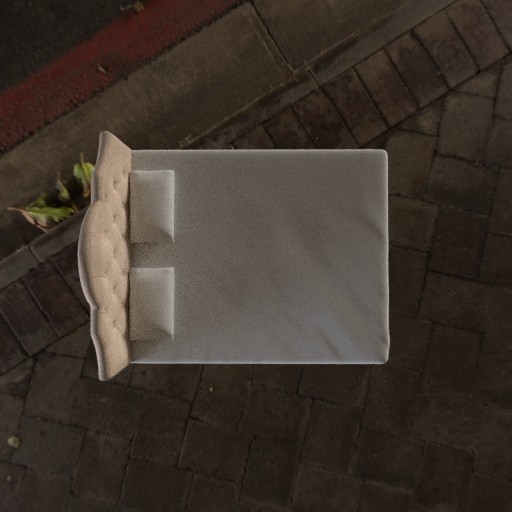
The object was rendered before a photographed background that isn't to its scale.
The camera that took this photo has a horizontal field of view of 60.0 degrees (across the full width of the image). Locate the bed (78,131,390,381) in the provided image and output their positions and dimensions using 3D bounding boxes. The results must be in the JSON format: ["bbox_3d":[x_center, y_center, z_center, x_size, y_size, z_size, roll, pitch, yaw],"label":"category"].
[{"bbox_3d":[0.000,0.000,3.033,1.970,1.194,1.667,0,89,1],"label":"bed"}]
